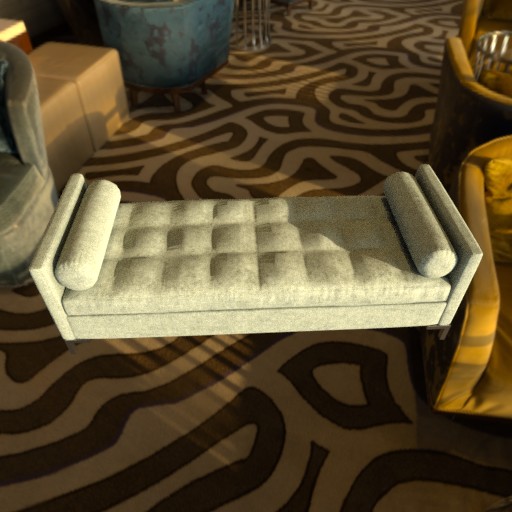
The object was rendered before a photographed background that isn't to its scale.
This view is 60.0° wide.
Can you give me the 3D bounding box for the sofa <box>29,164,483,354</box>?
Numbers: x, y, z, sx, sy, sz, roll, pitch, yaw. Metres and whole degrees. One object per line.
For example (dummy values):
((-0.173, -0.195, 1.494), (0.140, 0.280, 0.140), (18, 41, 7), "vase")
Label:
((0.000, 0.000, 2.500), (2.102, 0.657, 0.797), (-2, 44, -2), "sofa")
